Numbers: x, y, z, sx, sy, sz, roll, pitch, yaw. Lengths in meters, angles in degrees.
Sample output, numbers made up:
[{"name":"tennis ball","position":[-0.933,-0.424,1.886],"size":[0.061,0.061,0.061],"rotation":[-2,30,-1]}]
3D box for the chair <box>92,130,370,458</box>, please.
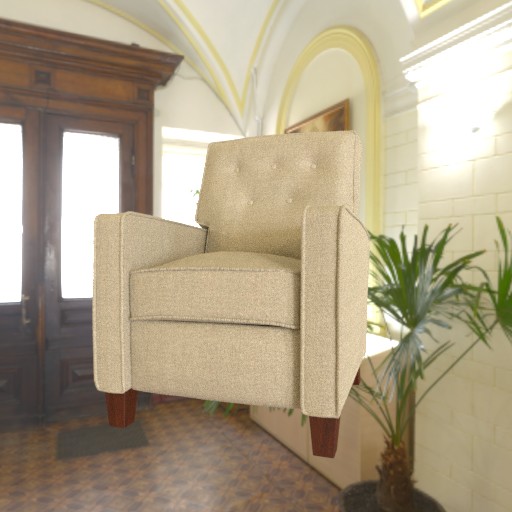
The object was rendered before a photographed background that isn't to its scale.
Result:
[{"name":"chair","position":[0.000,0.000,1.384],"size":[0.648,0.888,0.754],"rotation":[0,0,19]}]
